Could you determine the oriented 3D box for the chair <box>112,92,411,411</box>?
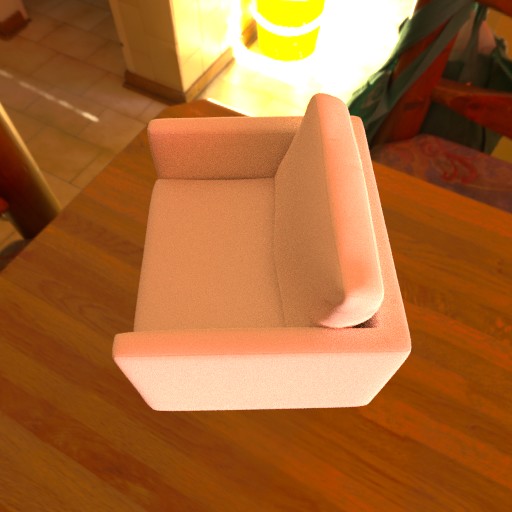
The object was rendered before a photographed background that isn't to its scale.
[{"bbox_3d":[0.000,0.000,1.706,0.878,0.885,1.019,-1,58,-1],"label":"chair"}]
